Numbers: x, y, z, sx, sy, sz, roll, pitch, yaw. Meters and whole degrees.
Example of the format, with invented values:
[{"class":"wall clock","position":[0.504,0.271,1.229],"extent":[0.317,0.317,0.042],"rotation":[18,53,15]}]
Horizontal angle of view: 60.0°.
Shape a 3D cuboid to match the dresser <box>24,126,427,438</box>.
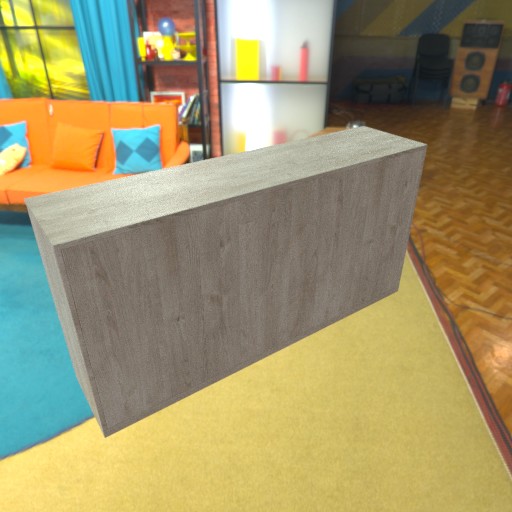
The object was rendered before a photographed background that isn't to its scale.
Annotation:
[{"class":"dresser","position":[0.000,0.000,1.911],"extent":[1.590,0.795,0.390],"rotation":[-20,36,-30]}]
